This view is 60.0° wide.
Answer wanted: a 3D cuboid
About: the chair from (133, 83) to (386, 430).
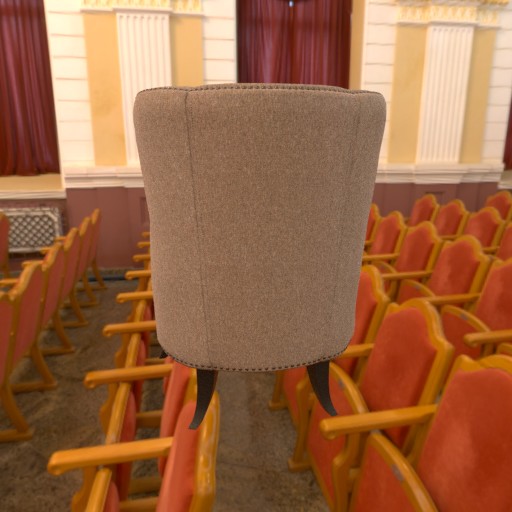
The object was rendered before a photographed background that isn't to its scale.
[{"bbox_3d":[0.000,0.000,1.559,0.759,1.060,0.758,-2,14,-9],"label":"chair"}]
